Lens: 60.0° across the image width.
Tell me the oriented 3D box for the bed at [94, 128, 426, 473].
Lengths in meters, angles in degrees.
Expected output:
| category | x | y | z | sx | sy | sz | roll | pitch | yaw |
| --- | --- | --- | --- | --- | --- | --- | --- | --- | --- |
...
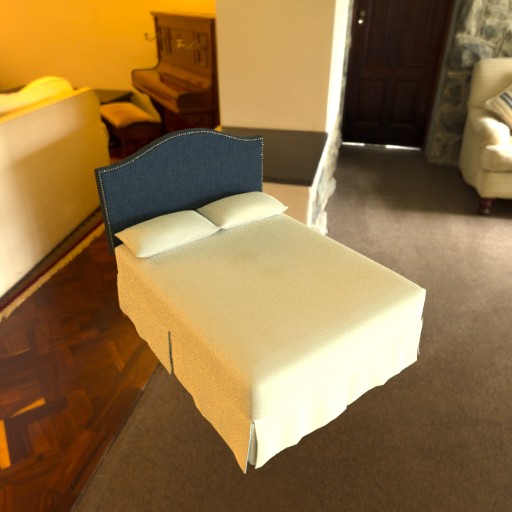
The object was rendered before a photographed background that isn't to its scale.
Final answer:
| category | x | y | z | sx | sy | sz | roll | pitch | yaw |
| --- | --- | --- | --- | --- | --- | --- | --- | --- | --- |
| bed | 0.000 | 0.000 | 3.439 | 1.713 | 1.518 | 2.153 | -21 | 36 | -31 |
